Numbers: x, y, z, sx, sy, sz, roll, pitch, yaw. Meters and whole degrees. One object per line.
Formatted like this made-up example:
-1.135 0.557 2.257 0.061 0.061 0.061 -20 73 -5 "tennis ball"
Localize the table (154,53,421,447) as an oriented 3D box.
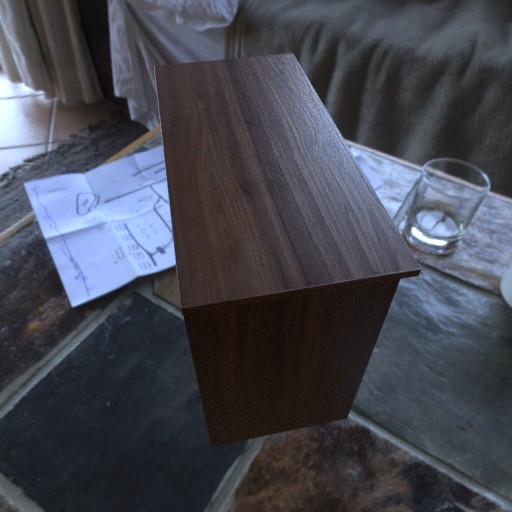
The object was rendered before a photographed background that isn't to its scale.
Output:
0.000 0.000 1.209 0.390 0.725 0.802 -9 48 -8 "table"
